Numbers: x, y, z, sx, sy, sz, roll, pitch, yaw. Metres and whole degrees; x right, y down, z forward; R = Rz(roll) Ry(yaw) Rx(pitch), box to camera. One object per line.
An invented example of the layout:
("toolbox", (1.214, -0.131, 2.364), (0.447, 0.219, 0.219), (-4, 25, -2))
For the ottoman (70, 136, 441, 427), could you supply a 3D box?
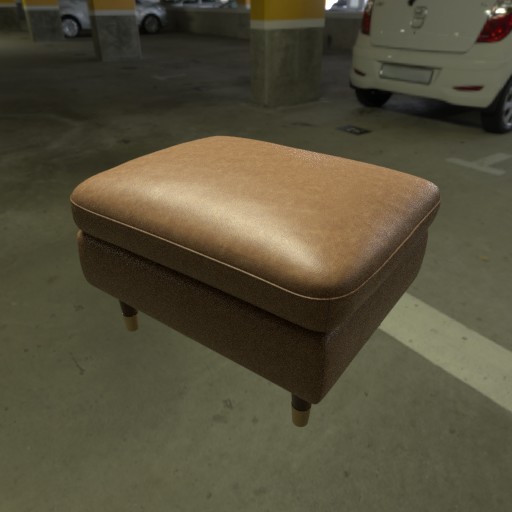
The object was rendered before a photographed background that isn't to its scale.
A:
("ottoman", (0.000, 0.000, 1.137), (0.747, 0.478, 0.593), (20, 36, 30))
